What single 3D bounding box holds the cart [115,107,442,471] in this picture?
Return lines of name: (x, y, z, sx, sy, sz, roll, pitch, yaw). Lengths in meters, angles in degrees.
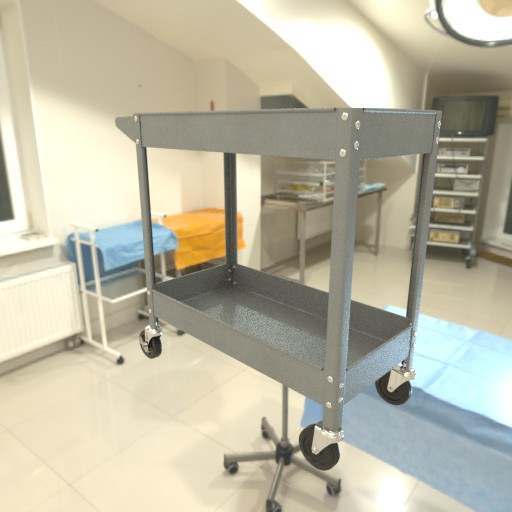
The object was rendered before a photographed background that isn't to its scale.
cart: (0.000, 0.000, 1.165, 0.779, 0.719, 0.366, 16, 23, 43)
